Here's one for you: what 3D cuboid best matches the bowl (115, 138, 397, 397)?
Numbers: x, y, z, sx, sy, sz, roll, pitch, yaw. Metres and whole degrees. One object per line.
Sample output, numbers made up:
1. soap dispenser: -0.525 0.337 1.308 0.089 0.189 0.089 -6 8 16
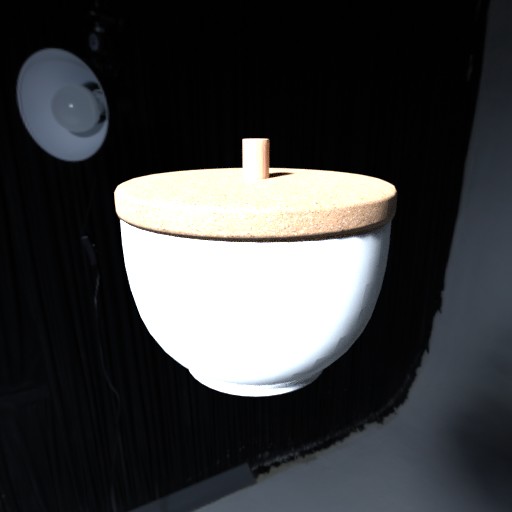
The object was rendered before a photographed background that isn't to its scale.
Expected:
1. bowl: 0.000 0.000 0.216 0.126 0.110 0.126 0 17 0
